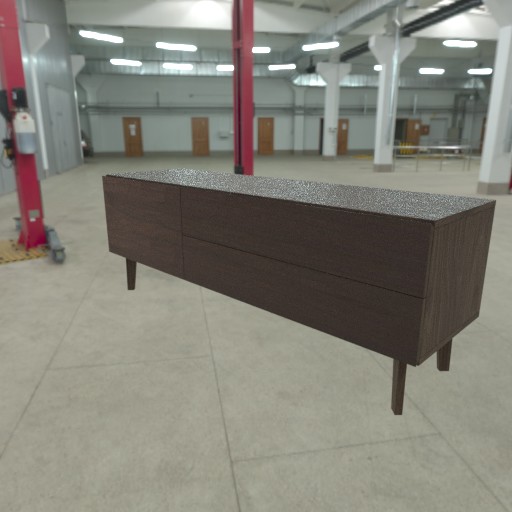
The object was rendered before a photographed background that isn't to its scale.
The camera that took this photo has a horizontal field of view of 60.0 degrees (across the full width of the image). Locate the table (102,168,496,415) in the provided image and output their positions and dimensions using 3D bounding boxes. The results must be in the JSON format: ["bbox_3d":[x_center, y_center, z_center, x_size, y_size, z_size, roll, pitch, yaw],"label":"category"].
[{"bbox_3d":[0.000,0.000,1.582,1.397,0.508,0.405,15,22,42],"label":"table"}]
